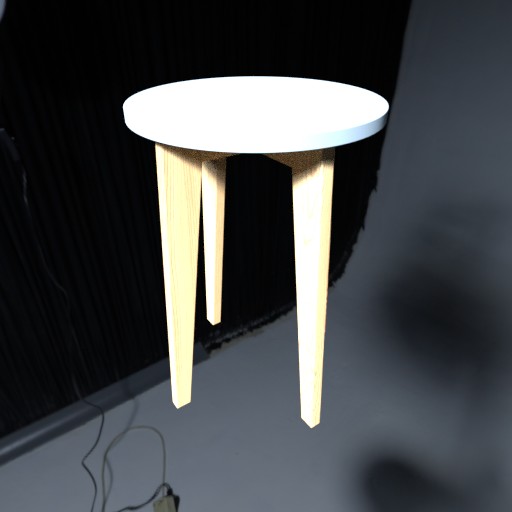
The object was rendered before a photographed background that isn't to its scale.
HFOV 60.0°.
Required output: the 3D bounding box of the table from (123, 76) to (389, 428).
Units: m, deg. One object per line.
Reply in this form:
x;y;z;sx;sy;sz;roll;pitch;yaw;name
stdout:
0.000;0.000;0.733;0.350;0.500;0.350;0;31;0;table
